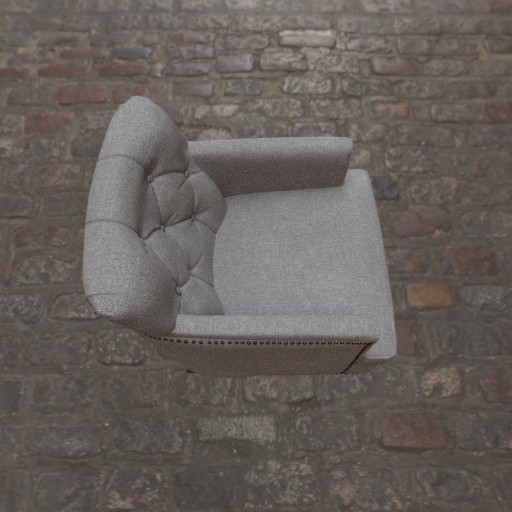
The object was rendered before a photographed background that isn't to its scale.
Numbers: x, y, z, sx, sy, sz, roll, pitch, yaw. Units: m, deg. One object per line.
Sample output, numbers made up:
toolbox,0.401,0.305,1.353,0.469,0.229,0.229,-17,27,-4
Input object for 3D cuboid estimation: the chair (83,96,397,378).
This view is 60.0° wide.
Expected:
chair,0.000,0.000,1.538,0.902,0.823,0.737,-1,63,0
